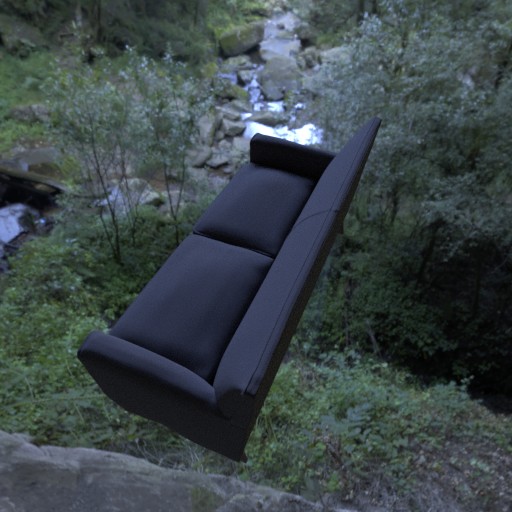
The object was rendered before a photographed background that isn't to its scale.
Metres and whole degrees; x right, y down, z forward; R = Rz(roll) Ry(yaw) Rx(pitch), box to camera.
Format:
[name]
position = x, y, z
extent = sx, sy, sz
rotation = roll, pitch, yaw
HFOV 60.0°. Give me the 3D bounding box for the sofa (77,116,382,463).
[sofa]
position = 0.000, 0.000, 2.480
extent = 0.843, 0.907, 2.002
rotation = 17, 47, 16
